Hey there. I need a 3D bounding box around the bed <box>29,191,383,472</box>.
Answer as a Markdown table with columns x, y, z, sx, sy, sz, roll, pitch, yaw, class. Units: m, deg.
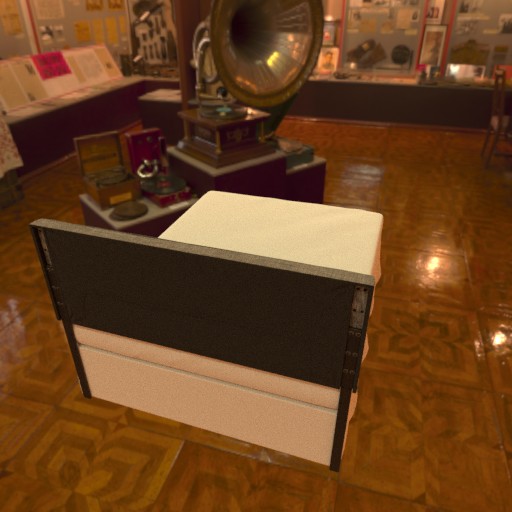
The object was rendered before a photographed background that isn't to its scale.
| x | y | z | sx | sy | sz | roll | pitch | yaw | class |
| --- | --- | --- | --- | --- | --- | --- | --- | --- | --- |
| 0.000 | 0.000 | 2.941 | 1.621 | 1.168 | 1.958 | 10 | 33 | 16 | bed |
